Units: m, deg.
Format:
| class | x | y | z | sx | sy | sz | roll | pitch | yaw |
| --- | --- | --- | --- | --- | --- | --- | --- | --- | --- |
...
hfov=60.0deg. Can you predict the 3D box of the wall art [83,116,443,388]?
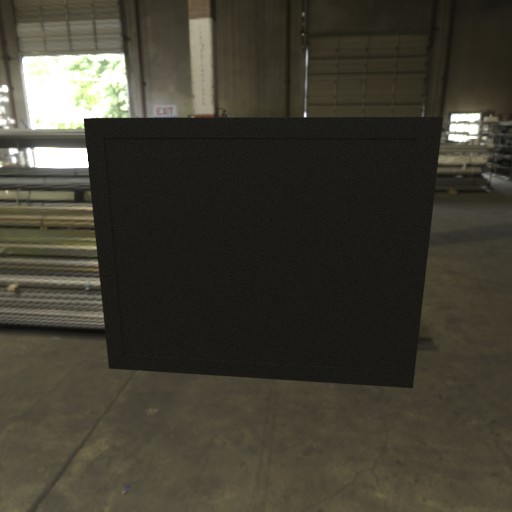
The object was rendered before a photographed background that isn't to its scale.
| class | x | y | z | sx | sy | sz | roll | pitch | yaw |
| --- | --- | --- | --- | --- | --- | --- | --- | --- | --- |
| wall art | 0.000 | 0.000 | 0.551 | 0.404 | 0.329 | 0.024 | 2 | 16 | 7 |
